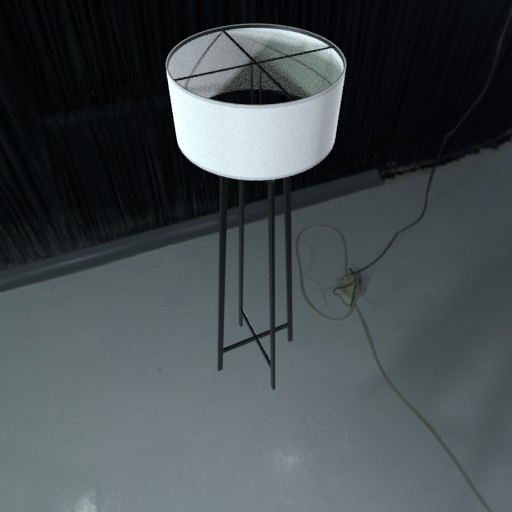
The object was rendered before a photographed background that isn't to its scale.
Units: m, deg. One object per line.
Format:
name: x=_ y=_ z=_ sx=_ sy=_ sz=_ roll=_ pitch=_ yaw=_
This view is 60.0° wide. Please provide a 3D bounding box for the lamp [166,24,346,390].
lamp: x=0.000 y=0.000 z=1.697 sx=0.456 sy=1.510 sz=0.457 roll=-19 pitch=51 yaw=-16
